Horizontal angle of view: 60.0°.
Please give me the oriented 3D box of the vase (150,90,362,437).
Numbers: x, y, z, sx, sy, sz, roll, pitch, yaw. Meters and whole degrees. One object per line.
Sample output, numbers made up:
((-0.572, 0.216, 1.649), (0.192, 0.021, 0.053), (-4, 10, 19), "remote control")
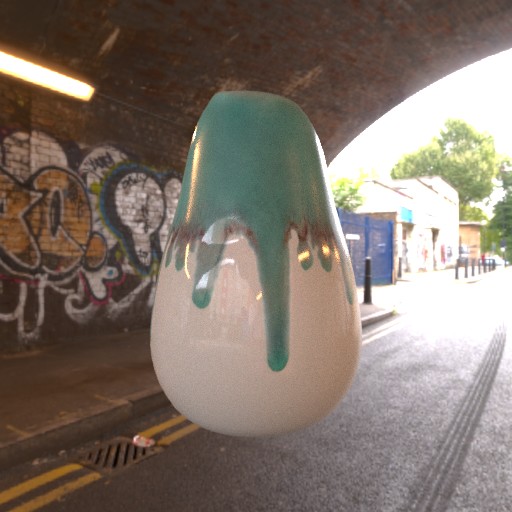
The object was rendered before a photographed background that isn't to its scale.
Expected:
((0.000, 0.000, 0.250), (0.116, 0.179, 0.116), (0, 0, 0), "vase")
